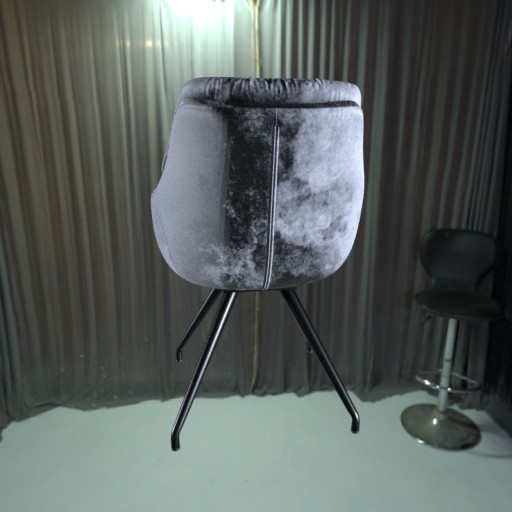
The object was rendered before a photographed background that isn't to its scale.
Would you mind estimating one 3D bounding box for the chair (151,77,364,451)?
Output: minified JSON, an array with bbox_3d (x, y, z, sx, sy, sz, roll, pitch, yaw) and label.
[{"bbox_3d":[0.000,0.000,1.254,0.579,0.888,0.569,-2,15,-8],"label":"chair"}]
